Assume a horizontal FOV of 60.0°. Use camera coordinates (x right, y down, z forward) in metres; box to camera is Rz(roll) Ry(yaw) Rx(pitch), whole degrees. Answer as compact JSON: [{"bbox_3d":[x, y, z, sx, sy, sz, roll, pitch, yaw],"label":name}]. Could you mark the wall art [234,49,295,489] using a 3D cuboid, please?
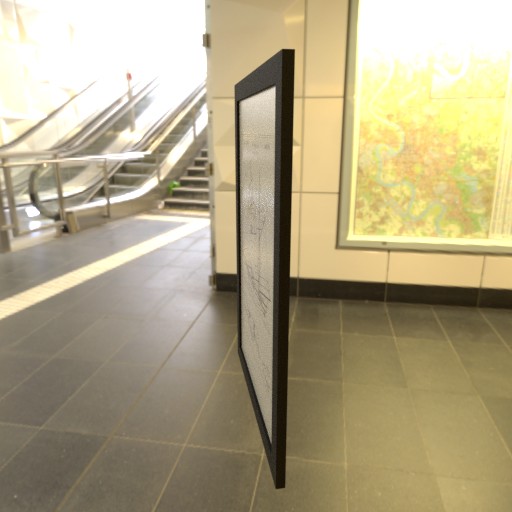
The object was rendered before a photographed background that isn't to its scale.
[{"bbox_3d":[0.000,0.000,0.595,0.011,0.459,0.326,-3,16,-9],"label":"wall art"}]
